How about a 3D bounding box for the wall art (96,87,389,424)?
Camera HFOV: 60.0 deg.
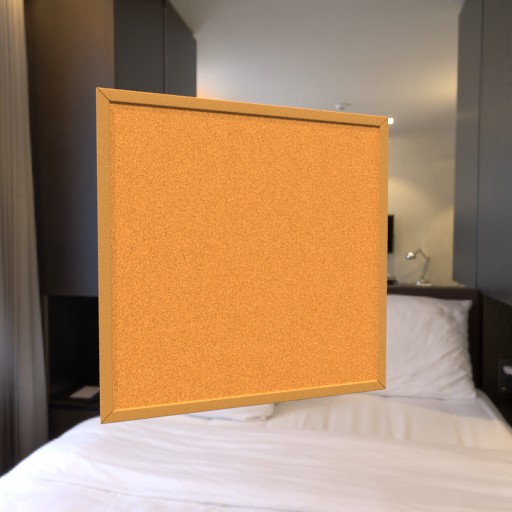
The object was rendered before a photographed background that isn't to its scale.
[{"bbox_3d":[0.000,0.000,1.137,0.761,0.761,0.037,-1,2,-18],"label":"wall art"}]
